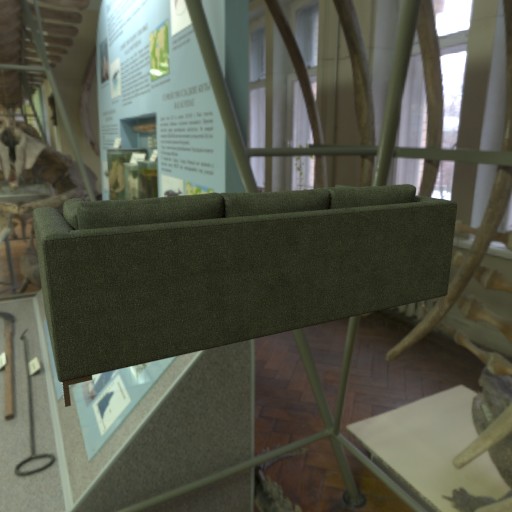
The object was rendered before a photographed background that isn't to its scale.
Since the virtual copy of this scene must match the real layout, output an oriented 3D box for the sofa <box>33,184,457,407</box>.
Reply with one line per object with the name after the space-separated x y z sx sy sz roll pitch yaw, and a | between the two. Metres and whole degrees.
0.000 0.000 2.770 2.415 0.867 0.969 -7 16 -27 | sofa
